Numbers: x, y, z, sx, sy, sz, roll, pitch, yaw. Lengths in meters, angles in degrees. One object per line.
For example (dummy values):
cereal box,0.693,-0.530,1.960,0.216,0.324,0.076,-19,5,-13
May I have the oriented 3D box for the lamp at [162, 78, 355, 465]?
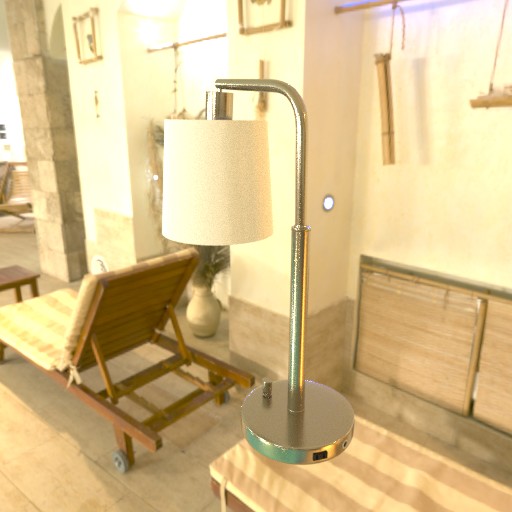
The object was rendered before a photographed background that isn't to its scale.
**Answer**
lamp,0.000,0.000,0.643,0.333,0.489,0.171,15,22,41
